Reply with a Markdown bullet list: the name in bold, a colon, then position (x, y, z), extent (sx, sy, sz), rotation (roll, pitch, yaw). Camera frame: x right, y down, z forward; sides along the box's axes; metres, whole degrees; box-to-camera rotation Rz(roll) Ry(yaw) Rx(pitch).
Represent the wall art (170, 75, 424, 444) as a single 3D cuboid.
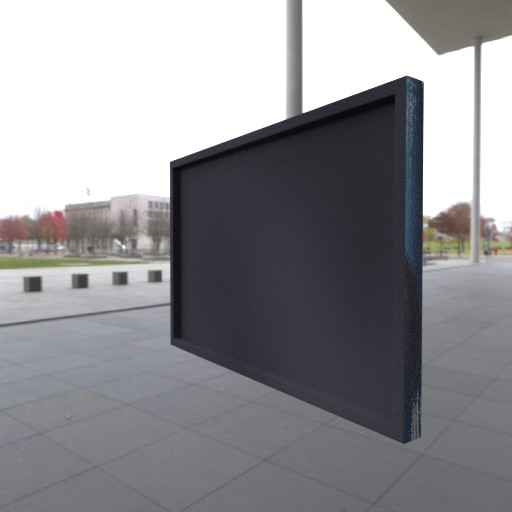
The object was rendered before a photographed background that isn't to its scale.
- **wall art**: position (0.000, 0.000, 0.743), extent (0.033, 0.406, 0.609), rotation (-1, 2, -36)
